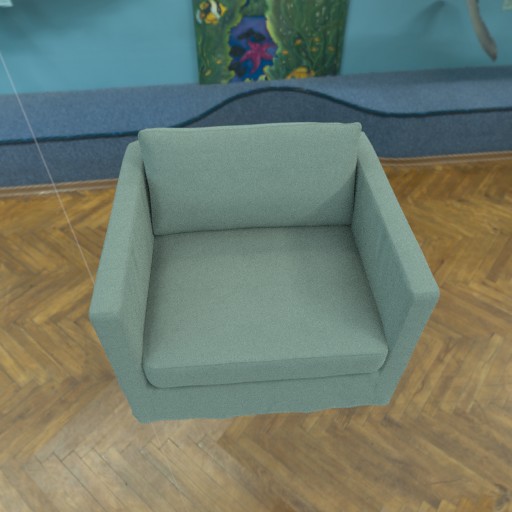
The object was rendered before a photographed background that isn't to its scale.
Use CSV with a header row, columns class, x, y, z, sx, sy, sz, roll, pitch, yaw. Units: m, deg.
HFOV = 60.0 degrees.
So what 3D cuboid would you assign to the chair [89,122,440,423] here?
class,x,y,z,sx,sy,sz,roll,pitch,yaw
chair,0.000,0.000,1.774,1.057,0.863,0.949,-3,47,-3
